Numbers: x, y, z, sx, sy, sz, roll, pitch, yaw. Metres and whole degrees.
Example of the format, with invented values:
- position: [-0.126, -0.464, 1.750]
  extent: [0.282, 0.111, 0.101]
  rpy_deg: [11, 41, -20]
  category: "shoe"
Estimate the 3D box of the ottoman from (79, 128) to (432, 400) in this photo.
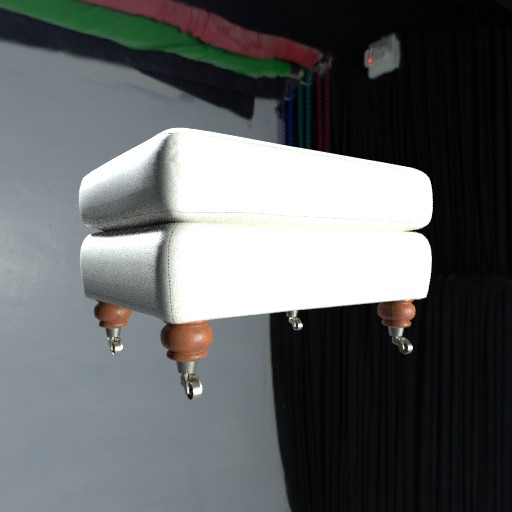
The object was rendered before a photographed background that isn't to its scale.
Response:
- position: [0.000, 0.000, 1.158]
  extent: [0.773, 0.499, 0.569]
  rpy_deg: [0, 1, -36]
  category: "ottoman"
